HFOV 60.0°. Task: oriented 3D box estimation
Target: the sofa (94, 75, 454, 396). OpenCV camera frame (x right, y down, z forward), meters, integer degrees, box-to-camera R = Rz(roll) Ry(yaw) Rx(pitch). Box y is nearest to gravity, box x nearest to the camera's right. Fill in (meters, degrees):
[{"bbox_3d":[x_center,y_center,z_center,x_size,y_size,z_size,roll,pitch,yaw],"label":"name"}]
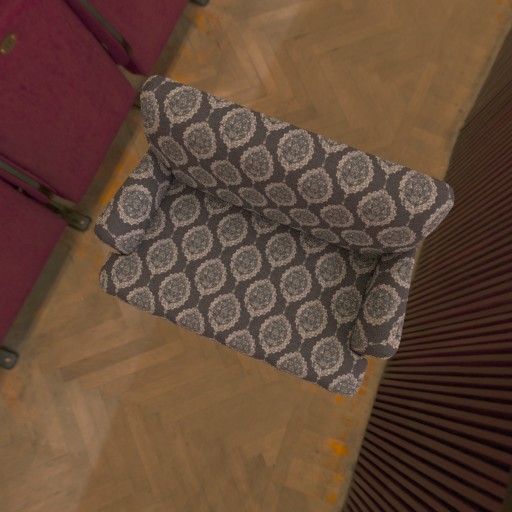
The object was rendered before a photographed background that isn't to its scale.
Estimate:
[{"bbox_3d":[0.000,0.000,1.872,1.297,0.867,0.779,22,77,6],"label":"sofa"}]
